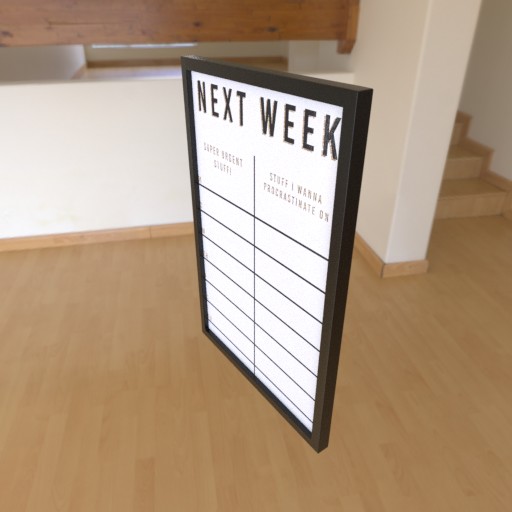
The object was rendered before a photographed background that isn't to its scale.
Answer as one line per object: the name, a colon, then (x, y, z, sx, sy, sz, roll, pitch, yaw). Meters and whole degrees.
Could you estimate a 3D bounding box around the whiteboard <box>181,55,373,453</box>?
whiteboard: (0.000, 0.000, 0.777, 0.026, 0.611, 0.406, -20, 36, -30)
